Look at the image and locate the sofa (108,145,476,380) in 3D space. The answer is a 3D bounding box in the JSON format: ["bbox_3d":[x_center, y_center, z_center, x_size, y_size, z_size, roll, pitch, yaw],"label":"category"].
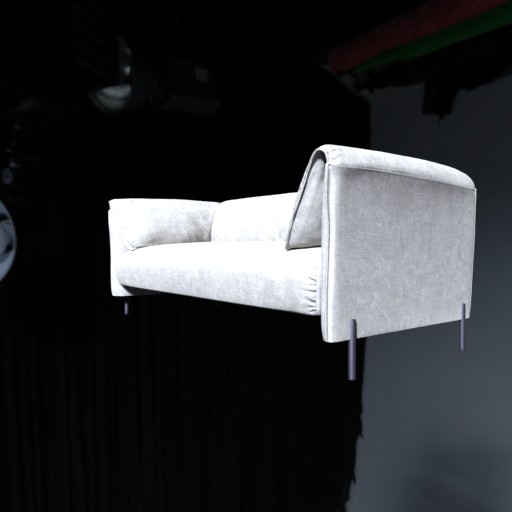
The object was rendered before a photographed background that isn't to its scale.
[{"bbox_3d":[0.000,0.000,2.290,0.905,0.747,1.878,0,1,-38],"label":"sofa"}]
